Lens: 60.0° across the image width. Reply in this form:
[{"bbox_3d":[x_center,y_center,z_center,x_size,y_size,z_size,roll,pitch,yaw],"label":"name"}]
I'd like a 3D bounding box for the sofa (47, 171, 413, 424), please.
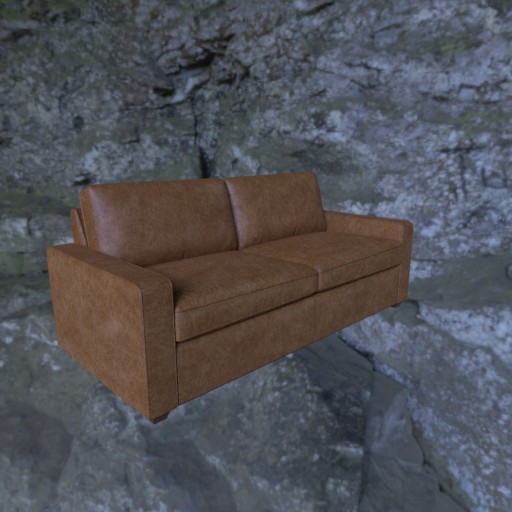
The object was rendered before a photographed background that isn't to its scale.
[{"bbox_3d":[0.000,0.000,2.700,2.156,0.928,0.991,-13,19,-42],"label":"sofa"}]
